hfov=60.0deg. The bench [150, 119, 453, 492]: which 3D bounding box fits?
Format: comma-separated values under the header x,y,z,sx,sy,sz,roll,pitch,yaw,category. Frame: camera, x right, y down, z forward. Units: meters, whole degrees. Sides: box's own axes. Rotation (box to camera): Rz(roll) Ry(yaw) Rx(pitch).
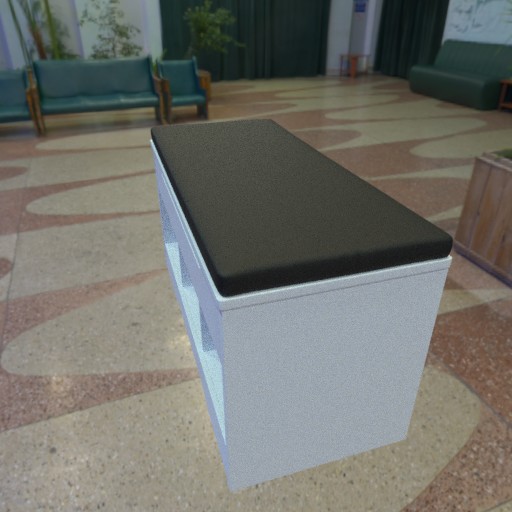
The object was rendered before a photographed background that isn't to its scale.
x,y,z,sx,sy,sz,roll,pitch,yaw,category
0.000,0.000,1.154,0.401,0.500,0.899,-9,31,-15,bench
